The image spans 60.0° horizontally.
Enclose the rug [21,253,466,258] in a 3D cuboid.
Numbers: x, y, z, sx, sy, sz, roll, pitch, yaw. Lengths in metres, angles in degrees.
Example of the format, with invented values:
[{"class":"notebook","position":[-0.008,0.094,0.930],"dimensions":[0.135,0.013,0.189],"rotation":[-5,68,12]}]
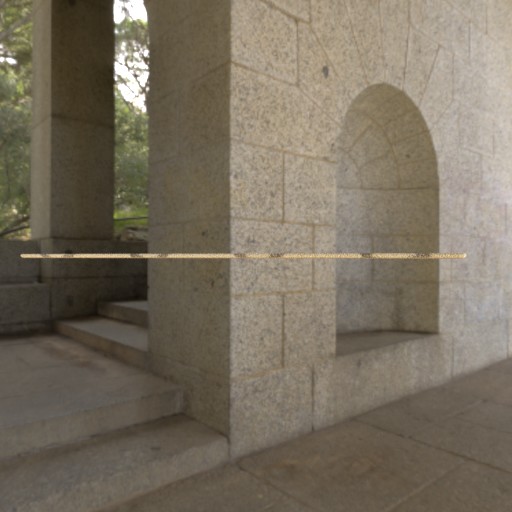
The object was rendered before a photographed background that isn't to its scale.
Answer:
[{"class":"rug","position":[0.000,0.000,3.333],"dimensions":[2.701,0.026,1.801],"rotation":[0,0,20]}]
